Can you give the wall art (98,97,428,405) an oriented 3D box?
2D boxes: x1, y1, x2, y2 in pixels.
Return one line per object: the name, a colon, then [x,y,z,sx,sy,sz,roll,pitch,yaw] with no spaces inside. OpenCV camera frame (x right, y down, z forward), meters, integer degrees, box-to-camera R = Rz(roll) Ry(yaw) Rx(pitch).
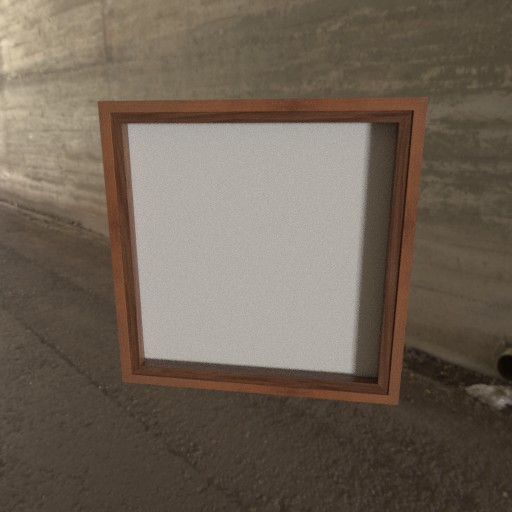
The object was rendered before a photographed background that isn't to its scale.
wall art: [0.000,0.000,0.606,0.403,0.403,0.035,2,16,8]
